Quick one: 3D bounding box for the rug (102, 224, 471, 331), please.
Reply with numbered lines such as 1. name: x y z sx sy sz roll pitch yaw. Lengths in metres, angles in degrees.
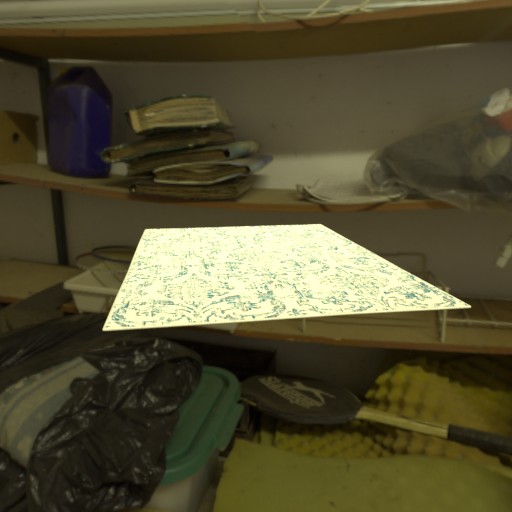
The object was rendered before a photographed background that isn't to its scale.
1. rug: 0.000 0.000 2.906 1.586 0.014 2.197 -2 14 -9
